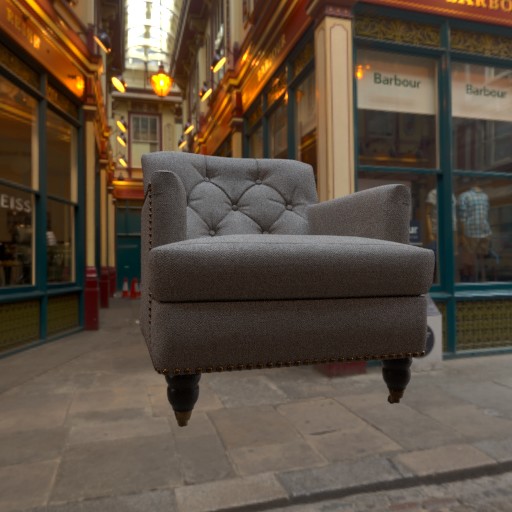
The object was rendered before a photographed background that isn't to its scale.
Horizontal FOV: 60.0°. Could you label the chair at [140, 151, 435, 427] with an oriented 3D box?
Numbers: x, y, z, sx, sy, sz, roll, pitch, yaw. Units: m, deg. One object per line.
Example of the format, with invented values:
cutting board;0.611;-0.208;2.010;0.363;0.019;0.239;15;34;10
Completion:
chair;0.000;0.000;1.468;0.737;0.823;0.902;0;-1;-17
